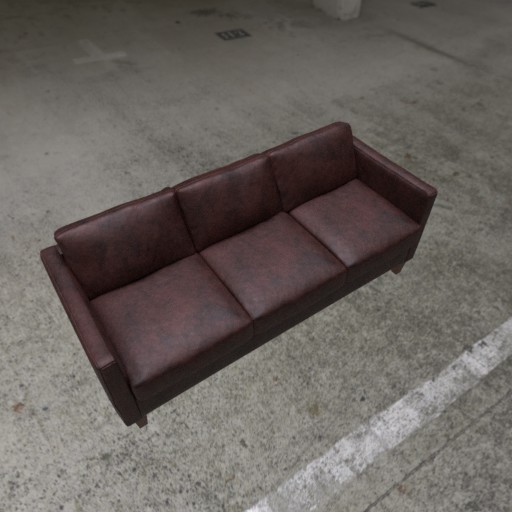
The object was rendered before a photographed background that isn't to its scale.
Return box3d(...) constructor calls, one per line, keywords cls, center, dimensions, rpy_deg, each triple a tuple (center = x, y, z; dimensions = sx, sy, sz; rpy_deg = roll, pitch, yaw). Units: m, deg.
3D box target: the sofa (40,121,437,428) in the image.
box3d(cls="sofa", center=(0.000, 0.000, 3.051), dimensions=(2.464, 1.006, 1.045), rpy_deg=(-26, 52, -23))
